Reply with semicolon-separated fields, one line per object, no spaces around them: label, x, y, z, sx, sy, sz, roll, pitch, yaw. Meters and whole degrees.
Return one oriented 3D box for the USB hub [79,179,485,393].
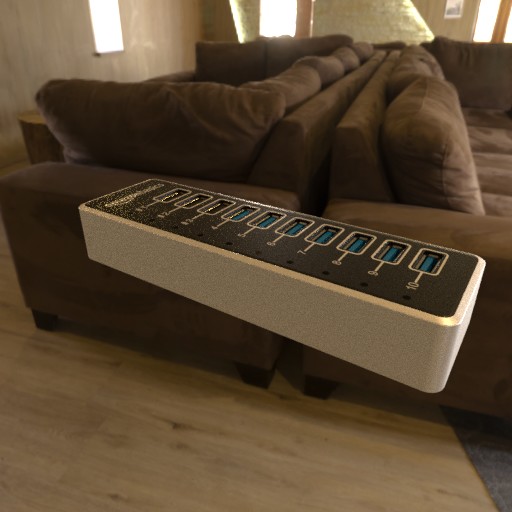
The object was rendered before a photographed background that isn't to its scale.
USB hub;0.000;0.000;0.163;0.145;0.023;0.044;17;32;29
